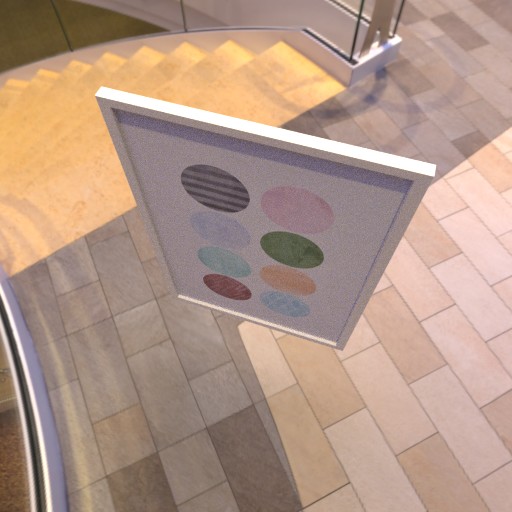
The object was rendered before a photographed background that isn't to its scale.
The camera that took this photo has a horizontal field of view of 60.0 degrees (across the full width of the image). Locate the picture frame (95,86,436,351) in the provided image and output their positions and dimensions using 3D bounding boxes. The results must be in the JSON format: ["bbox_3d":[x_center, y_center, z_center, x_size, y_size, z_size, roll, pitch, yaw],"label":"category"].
[{"bbox_3d":[0.000,0.000,0.569,0.305,0.434,0.013,16,61,9],"label":"picture frame"}]
